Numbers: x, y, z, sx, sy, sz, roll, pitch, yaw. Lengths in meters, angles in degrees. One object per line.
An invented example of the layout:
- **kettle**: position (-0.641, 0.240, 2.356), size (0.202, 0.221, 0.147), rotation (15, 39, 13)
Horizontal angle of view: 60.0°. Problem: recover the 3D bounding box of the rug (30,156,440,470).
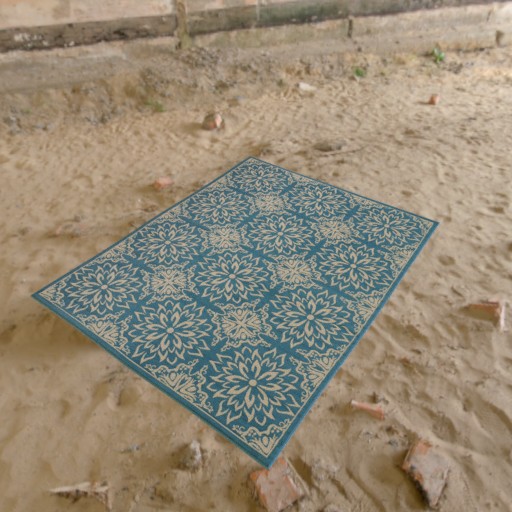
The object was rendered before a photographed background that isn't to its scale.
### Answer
- **rug**: position (0.000, 0.000, 3.958), size (2.350, 0.018, 2.964), rotation (25, 46, 27)
